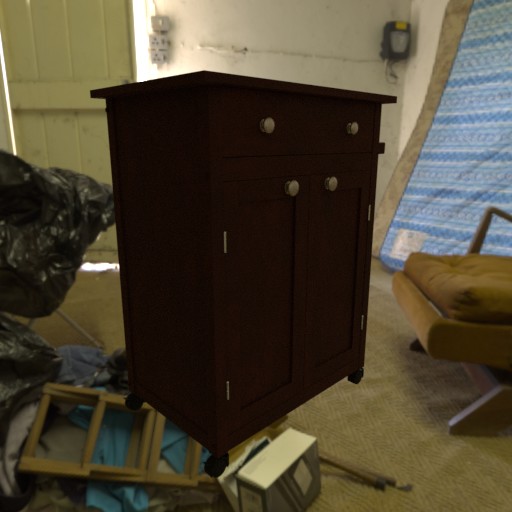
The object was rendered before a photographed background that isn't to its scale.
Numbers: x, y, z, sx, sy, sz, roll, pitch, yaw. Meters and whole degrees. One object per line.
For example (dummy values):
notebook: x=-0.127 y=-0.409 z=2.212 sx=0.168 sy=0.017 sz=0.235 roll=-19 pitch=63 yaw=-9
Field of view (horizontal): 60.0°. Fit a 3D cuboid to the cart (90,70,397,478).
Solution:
cart: x=0.000 y=0.000 z=1.251 sx=0.683 sy=0.864 sz=0.442 roll=-14 pitch=20 yaw=-43
